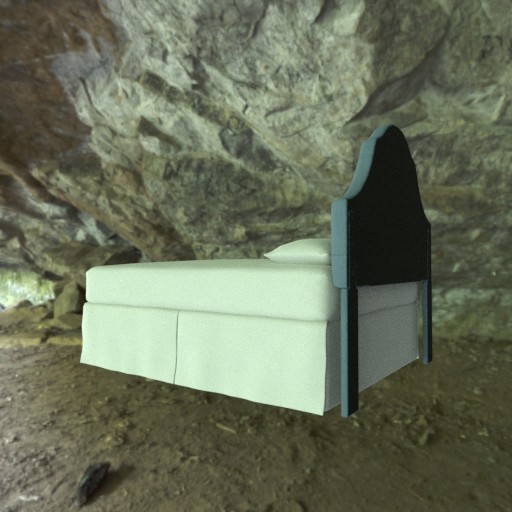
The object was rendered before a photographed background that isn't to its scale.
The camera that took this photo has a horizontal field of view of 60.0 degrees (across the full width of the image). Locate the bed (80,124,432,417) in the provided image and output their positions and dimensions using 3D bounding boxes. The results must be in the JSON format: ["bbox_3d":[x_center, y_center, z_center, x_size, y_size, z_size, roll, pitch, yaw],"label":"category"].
[{"bbox_3d":[0.000,0.000,3.340,2.155,1.575,1.636,-1,-2,36],"label":"bed"}]
